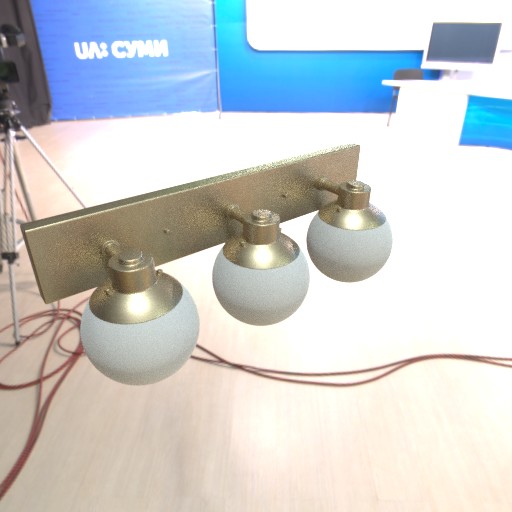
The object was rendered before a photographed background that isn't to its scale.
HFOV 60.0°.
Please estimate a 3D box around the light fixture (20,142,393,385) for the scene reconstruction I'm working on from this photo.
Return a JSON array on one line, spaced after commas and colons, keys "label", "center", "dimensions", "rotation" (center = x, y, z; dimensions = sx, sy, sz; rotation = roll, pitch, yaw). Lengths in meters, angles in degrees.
[{"label": "light fixture", "center": [0.000, 0.000, 0.840], "dimensions": [0.721, 0.263, 0.218], "rotation": [-21, 36, -31]}]
